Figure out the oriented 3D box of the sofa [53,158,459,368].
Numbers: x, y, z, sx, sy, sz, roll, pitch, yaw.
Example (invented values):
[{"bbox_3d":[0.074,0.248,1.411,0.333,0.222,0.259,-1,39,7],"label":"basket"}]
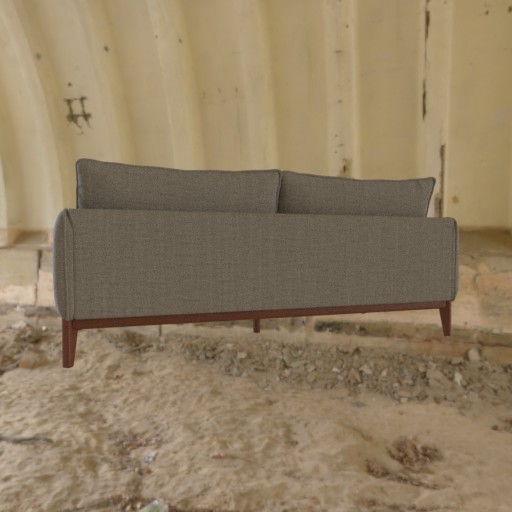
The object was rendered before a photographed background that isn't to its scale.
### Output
[{"bbox_3d":[0.000,0.000,2.450,1.989,0.851,0.972,-1,2,-19],"label":"sofa"}]
